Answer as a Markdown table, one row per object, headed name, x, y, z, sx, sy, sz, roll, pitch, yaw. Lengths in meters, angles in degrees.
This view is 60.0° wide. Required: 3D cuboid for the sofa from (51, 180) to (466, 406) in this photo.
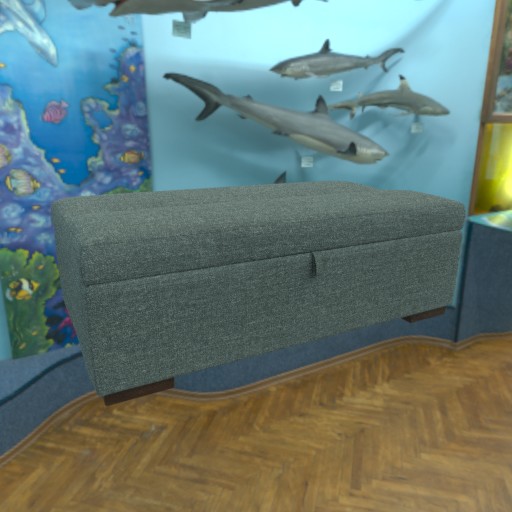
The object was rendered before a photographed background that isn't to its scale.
| name | x | y | z | sx | sy | sz | roll | pitch | yaw |
| --- | --- | --- | --- | --- | --- | --- | --- | --- | --- |
| sofa | 0.000 | 0.000 | 1.534 | 1.198 | 0.417 | 0.782 | -8 | 18 | -27 |
